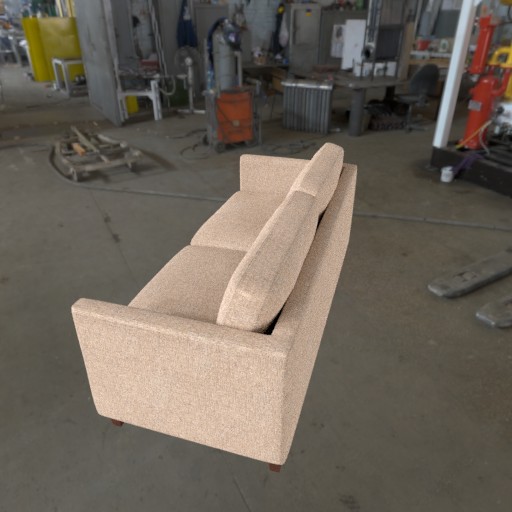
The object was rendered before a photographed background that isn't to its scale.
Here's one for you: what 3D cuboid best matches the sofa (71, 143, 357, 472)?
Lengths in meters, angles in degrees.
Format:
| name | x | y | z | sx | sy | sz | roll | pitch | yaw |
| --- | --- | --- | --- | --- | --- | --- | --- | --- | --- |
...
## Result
| name | x | y | z | sx | sy | sz | roll | pitch | yaw |
| --- | --- | --- | --- | --- | --- | --- | --- | --- | --- |
| sofa | 0.000 | 0.000 | 2.711 | 0.951 | 0.965 | 2.208 | 9 | 31 | 15 |
